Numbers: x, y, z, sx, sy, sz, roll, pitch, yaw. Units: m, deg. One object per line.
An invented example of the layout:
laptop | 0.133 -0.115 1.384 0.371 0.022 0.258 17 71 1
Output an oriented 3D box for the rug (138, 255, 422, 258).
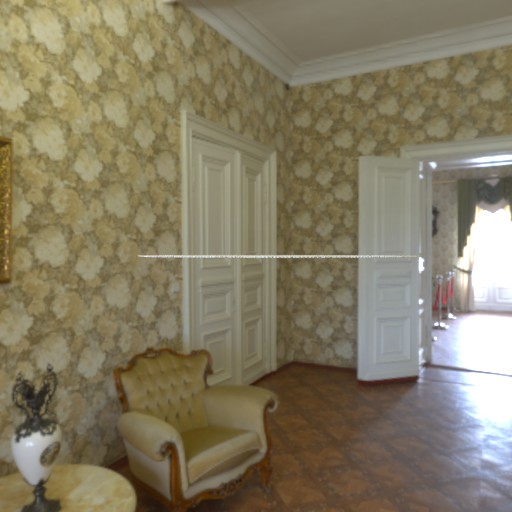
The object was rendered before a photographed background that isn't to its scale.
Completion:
rug | 0.000 0.000 2.995 1.520 0.006 2.432 0 0 -18
